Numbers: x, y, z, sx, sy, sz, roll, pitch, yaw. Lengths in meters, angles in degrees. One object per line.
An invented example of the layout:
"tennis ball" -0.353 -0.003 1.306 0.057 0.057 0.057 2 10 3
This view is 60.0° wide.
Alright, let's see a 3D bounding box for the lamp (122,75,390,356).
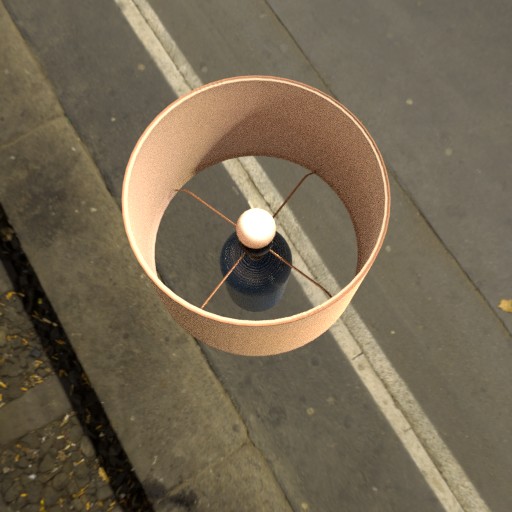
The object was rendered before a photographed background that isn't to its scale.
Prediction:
"lamp" 0.000 0.000 0.822 0.367 0.609 0.367 0 75 0
